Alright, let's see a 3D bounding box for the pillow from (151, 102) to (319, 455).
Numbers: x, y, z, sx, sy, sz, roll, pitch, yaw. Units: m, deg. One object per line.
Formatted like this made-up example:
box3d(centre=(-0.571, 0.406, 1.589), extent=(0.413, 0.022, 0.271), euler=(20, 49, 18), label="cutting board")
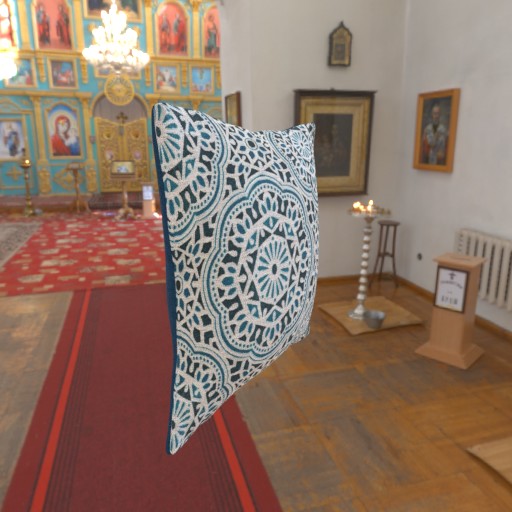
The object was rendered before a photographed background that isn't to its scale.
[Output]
box3d(centre=(0.000, 0.000, 0.684), extent=(0.145, 0.420, 0.440), euler=(7, 15, 28), label="pillow")
